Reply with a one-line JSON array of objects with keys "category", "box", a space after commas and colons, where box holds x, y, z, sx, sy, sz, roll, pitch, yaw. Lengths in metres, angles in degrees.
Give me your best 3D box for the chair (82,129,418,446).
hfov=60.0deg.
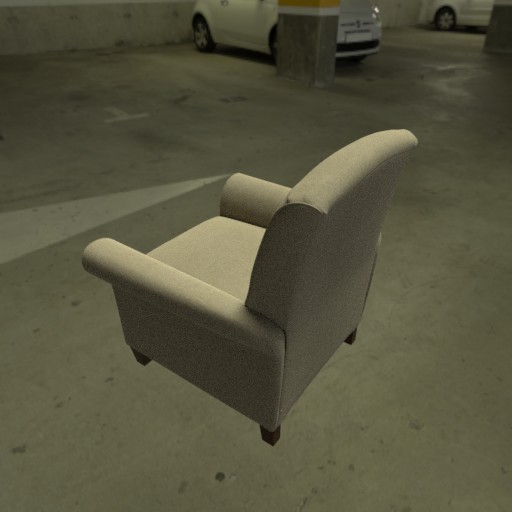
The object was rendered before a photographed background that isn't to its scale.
[{"category": "chair", "box": [0.000, 0.000, 1.770, 0.905, 1.061, 0.978, 20, 37, 30]}]
